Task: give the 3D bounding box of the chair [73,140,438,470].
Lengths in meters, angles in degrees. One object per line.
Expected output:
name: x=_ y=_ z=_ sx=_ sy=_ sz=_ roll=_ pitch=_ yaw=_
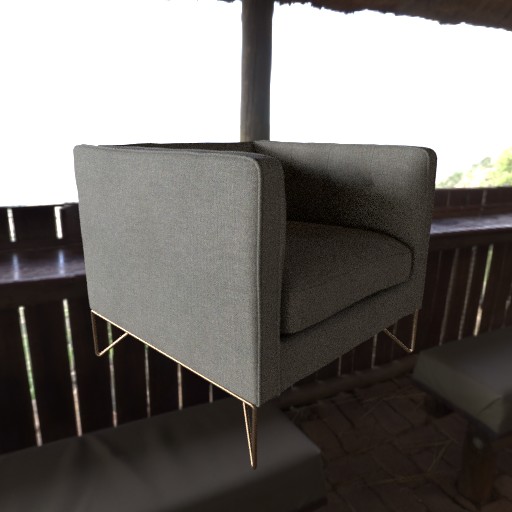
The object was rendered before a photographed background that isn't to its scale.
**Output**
chair: x=0.000 y=0.000 z=1.621 sx=0.912 sy=0.799 sz=0.920 roll=15 pitch=22 yaw=42
